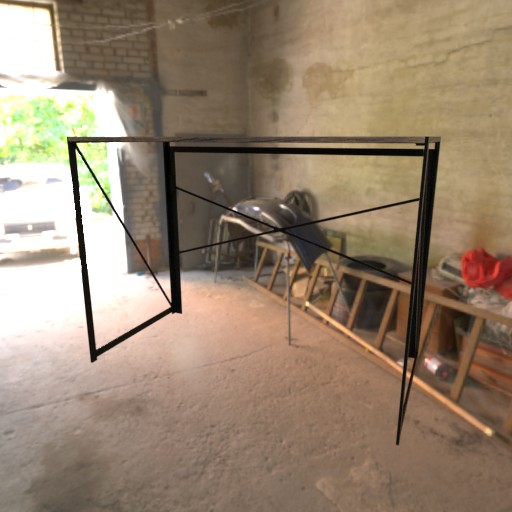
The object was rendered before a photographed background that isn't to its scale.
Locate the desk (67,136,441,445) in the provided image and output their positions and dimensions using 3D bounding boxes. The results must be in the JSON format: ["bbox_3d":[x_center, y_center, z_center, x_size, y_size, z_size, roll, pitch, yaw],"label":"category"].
[{"bbox_3d":[0.000,0.000,1.437,1.015,0.747,0.505,7,16,24],"label":"desk"}]
